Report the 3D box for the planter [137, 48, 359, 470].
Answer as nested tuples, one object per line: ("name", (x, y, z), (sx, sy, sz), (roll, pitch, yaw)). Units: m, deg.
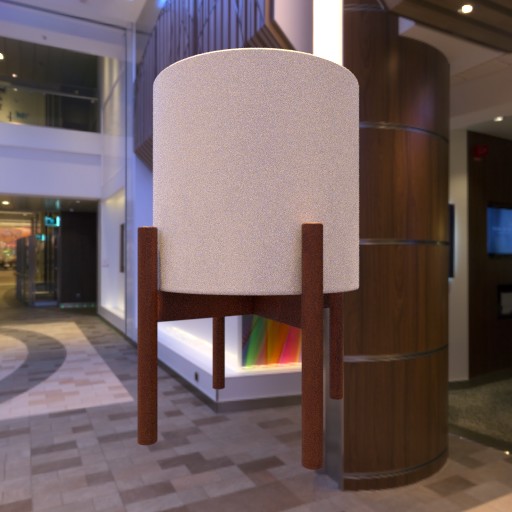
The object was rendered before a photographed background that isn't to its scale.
("planter", (0.000, 0.000, 0.921), (0.417, 0.670, 0.417), (0, 0, 16))
